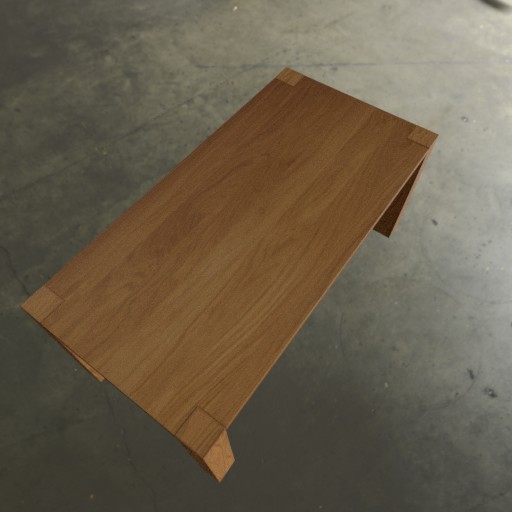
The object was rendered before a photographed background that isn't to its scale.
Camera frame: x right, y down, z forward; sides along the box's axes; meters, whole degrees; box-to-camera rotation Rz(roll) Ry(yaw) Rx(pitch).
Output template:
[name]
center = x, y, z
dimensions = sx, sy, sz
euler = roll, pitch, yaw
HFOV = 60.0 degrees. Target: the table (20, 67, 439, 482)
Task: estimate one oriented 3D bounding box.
[table]
center = 0.000, 0.000, 2.240
dimensions = 0.900, 0.760, 1.800
euler = 32, 63, 18
